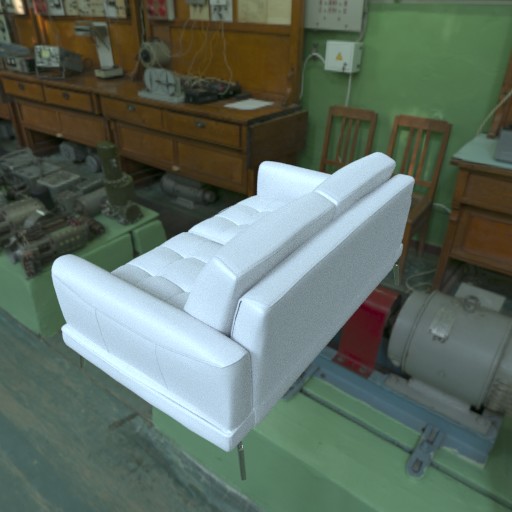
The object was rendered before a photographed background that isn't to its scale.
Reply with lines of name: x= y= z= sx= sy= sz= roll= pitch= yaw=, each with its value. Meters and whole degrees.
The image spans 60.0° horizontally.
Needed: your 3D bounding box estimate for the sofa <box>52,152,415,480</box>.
sofa: x=0.000 y=0.000 z=2.404 sx=1.121 sy=0.930 sz=1.819 roll=20 pitch=37 yaw=30
